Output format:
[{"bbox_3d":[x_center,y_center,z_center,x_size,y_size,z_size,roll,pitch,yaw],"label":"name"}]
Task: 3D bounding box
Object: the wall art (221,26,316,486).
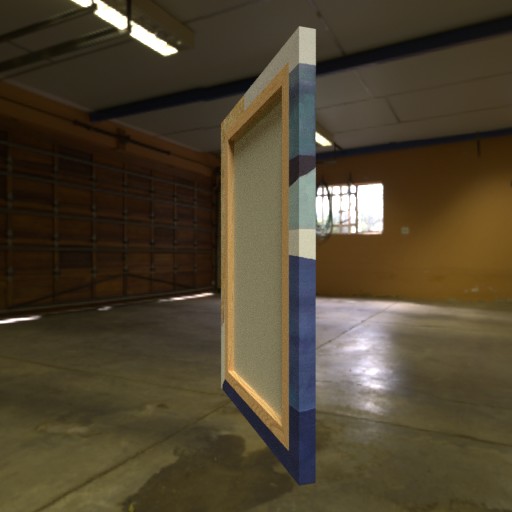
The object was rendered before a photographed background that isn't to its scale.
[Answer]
[{"bbox_3d":[0.000,0.000,0.814,0.026,0.613,0.458,0,0,-18],"label":"wall art"}]
